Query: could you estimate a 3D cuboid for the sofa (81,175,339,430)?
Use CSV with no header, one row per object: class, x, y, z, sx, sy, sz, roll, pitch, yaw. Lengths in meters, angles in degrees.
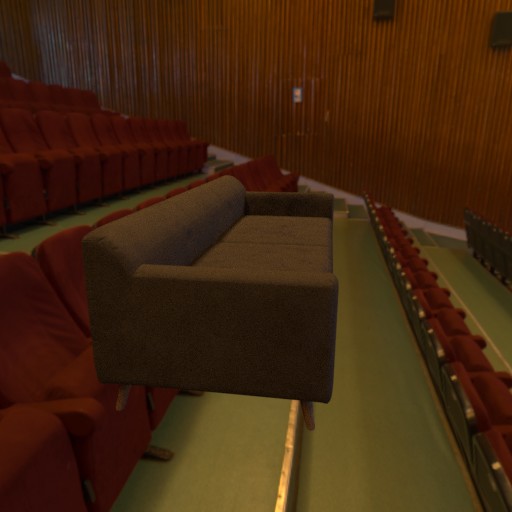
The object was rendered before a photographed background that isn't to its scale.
sofa,0.000,0.000,2.596,0.900,0.740,2.190,3,16,9
